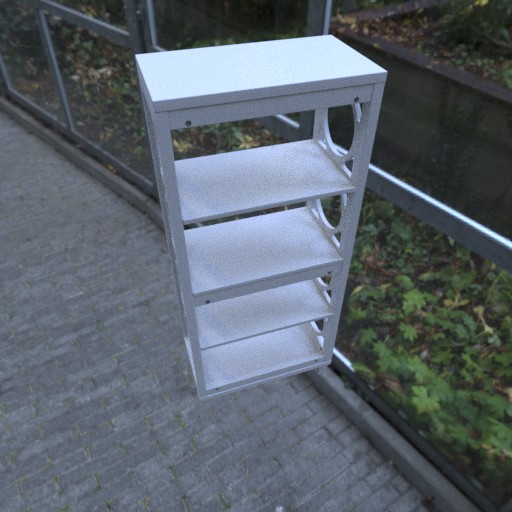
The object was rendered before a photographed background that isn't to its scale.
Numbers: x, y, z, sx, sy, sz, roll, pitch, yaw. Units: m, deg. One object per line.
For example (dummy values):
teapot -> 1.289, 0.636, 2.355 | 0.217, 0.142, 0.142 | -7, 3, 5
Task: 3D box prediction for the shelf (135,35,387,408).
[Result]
shelf -> 0.000, 0.000, 1.674 | 0.611, 1.411, 0.340 | -12, 43, -13
